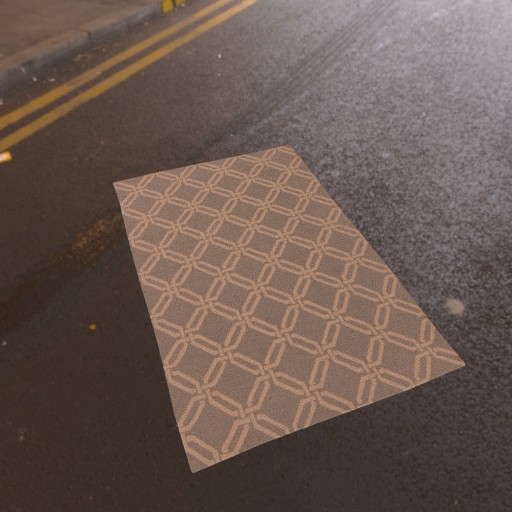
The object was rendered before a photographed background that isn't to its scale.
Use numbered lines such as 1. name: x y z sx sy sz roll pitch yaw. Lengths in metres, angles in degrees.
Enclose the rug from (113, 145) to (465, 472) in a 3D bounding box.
1. rug: 0.000 0.000 2.203 1.148 0.010 1.754 -16 48 -15
